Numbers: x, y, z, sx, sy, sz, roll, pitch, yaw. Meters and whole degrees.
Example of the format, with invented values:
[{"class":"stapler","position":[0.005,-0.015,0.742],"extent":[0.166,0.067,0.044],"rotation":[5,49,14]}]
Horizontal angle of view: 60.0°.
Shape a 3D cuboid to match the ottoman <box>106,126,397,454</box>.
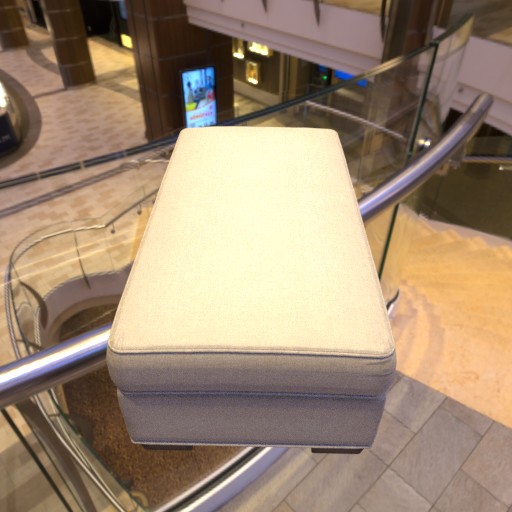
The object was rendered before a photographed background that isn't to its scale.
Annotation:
[{"class":"ottoman","position":[0.000,0.000,1.418],"extent":[0.617,0.461,1.097],"rotation":[1,40,1]}]
